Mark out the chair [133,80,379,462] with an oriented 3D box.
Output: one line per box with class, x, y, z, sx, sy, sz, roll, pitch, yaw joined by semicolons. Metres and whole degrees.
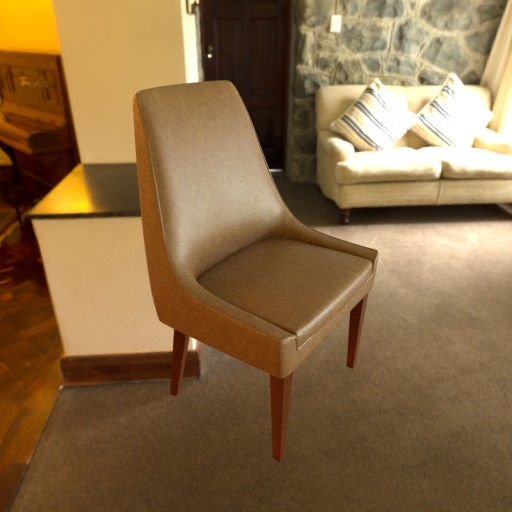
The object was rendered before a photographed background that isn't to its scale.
chair;0.000;0.000;1.225;0.544;0.861;0.529;18;32;32
